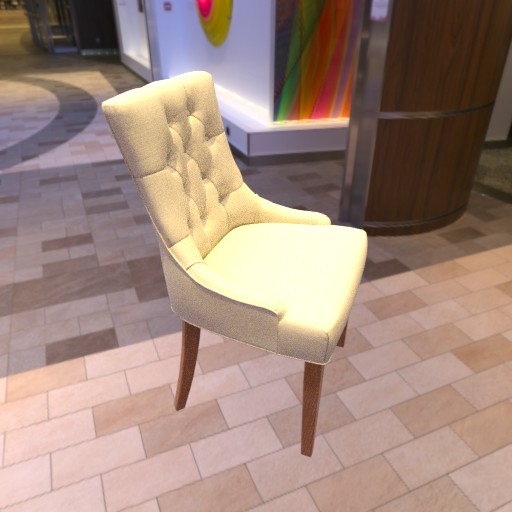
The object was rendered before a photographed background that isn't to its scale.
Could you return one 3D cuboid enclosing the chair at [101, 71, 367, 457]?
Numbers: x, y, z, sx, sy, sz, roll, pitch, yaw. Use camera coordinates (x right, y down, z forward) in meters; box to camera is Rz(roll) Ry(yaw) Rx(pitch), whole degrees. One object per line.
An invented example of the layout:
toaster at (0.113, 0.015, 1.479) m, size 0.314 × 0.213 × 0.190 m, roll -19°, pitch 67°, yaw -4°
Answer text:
chair at (0.000, 0.000, 1.210) m, size 0.565 × 0.874 × 0.509 m, roll 11°, pitch 32°, yaw 17°
